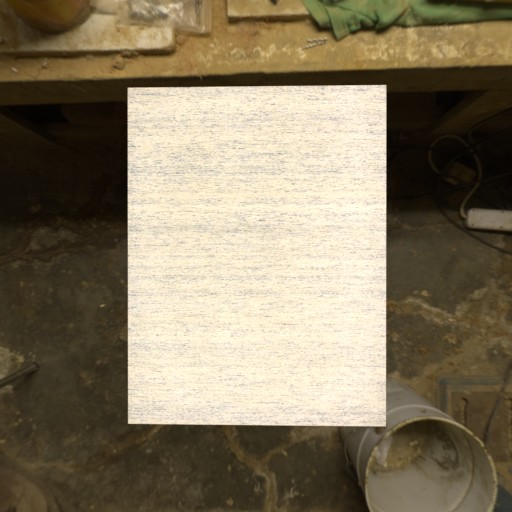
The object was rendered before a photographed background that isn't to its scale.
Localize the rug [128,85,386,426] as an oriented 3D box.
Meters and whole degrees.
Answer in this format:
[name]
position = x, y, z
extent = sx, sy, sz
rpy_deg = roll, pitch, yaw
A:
[rug]
position = 0.000, 0.000, 4.188
extent = 2.438, 0.006, 3.197
rpy_deg = 0, 90, 2
